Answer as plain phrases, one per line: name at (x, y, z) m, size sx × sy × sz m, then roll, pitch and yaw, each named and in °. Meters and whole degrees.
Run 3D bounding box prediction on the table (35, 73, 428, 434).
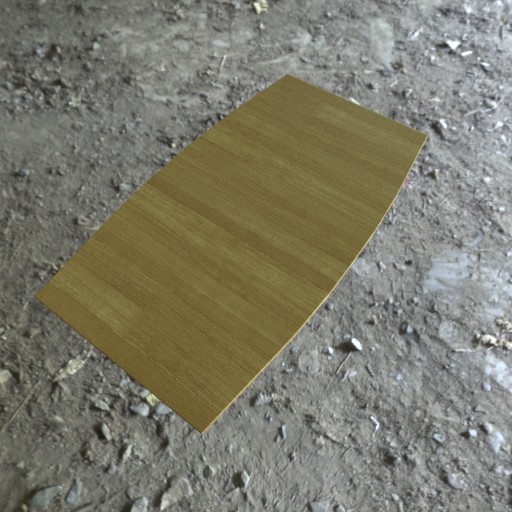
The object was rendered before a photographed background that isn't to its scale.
table at (0.000, 0.000, 2.109) m, size 0.900 × 0.748 × 1.598 m, roll 32°, pitch 62°, yaw 19°
